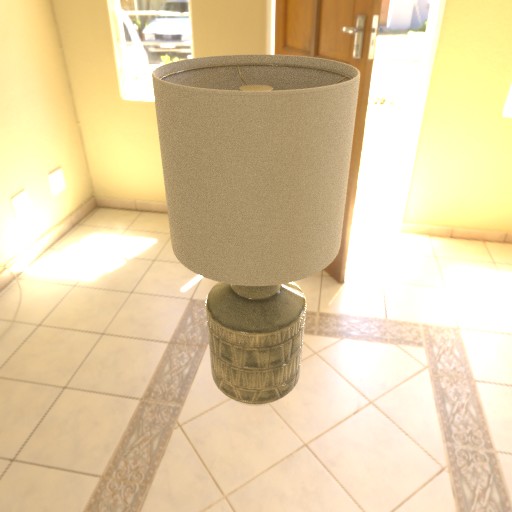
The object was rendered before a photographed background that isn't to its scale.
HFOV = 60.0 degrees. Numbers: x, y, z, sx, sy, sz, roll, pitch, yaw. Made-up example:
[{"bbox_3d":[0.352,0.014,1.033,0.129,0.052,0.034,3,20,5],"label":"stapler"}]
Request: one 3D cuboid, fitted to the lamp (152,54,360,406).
[{"bbox_3d":[0.000,0.000,0.578,0.211,0.455,0.211,1,32,1],"label":"lamp"}]
